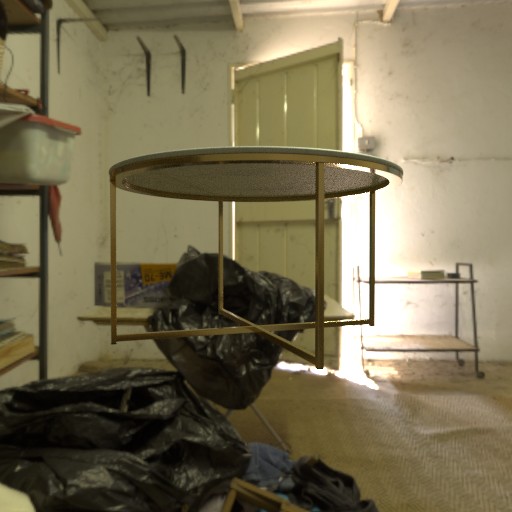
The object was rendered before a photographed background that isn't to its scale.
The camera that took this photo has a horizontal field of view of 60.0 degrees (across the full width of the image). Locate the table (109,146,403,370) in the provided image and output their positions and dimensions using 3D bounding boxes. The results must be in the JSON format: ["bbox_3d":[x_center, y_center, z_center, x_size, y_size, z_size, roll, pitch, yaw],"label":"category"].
[{"bbox_3d":[0.000,0.000,1.272,0.800,0.450,0.800,0,1,0],"label":"table"}]
